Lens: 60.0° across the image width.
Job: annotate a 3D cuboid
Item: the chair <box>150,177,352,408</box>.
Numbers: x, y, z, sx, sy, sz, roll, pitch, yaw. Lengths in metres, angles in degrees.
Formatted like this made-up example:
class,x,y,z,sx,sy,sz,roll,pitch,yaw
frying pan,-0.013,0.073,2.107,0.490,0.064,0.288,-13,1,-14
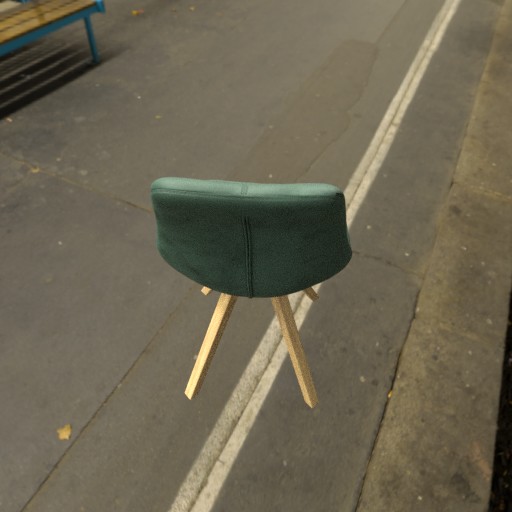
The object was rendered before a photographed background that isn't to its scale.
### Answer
class,x,y,z,sx,sy,sz,roll,pitch,yaw
chair,0.000,0.000,1.198,0.483,0.865,0.547,3,47,3
